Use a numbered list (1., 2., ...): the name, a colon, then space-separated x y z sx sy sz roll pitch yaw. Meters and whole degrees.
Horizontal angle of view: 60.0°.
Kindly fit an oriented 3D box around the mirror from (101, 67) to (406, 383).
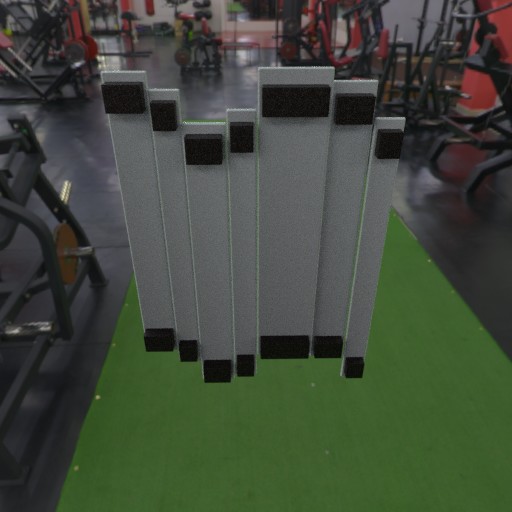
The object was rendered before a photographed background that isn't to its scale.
1. mirror: 0.000 0.000 0.772 0.445 0.611 0.058 -1 31 -1
